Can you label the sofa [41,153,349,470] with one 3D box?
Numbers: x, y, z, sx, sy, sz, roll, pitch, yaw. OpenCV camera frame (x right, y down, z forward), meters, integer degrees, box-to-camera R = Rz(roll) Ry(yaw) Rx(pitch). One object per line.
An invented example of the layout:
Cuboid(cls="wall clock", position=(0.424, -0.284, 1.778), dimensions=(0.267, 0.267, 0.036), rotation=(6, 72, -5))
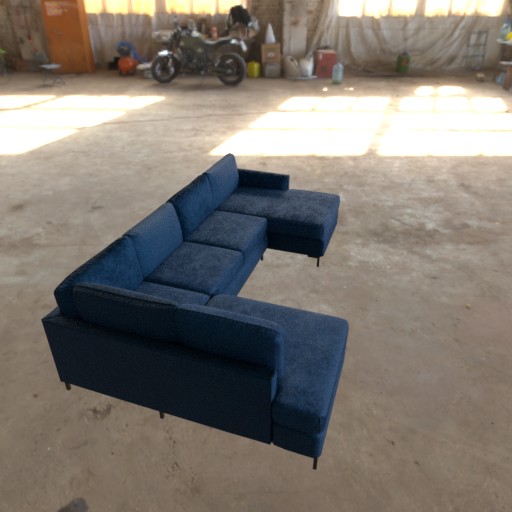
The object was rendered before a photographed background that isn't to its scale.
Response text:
Cuboid(cls="sofa", position=(0.000, 0.000, 4.319), dimensions=(2.055, 0.992, 3.434), rotation=(10, 32, 16))
